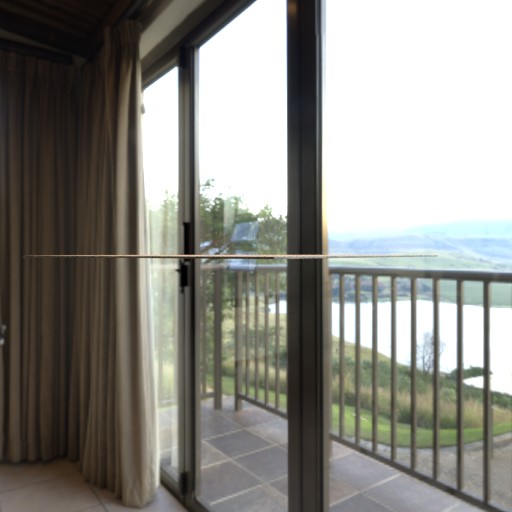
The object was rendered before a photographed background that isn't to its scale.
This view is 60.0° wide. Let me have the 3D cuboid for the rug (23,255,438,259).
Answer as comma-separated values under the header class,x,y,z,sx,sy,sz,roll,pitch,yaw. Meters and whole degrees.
class,x,y,z,sx,sy,sz,roll,pitch,yaw
rug,0.000,0.000,4.077,2.441,0.013,3.056,0,0,36
